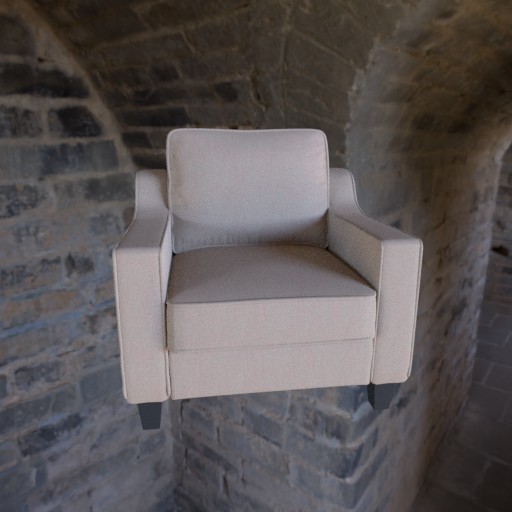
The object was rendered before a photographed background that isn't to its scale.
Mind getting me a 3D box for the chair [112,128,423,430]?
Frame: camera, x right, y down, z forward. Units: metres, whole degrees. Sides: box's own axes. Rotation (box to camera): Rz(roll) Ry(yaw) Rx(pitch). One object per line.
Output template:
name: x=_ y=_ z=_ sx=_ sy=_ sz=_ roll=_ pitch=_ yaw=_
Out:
chair: x=0.000 y=0.000 z=1.692 sx=0.922 sy=0.948 sz=0.882 roll=-2 pitch=15 yaw=-8
